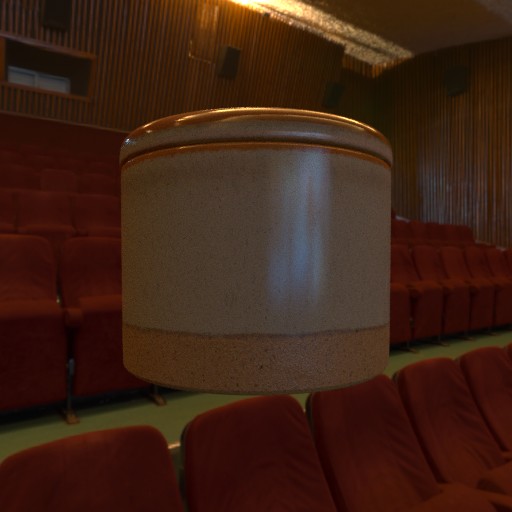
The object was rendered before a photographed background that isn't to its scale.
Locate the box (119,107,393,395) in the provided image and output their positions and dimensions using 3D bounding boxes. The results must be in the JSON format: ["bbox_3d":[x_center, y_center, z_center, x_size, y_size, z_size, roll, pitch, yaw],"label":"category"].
[{"bbox_3d":[0.000,0.000,0.208,0.123,0.100,0.123,0,-1,0],"label":"box"}]
